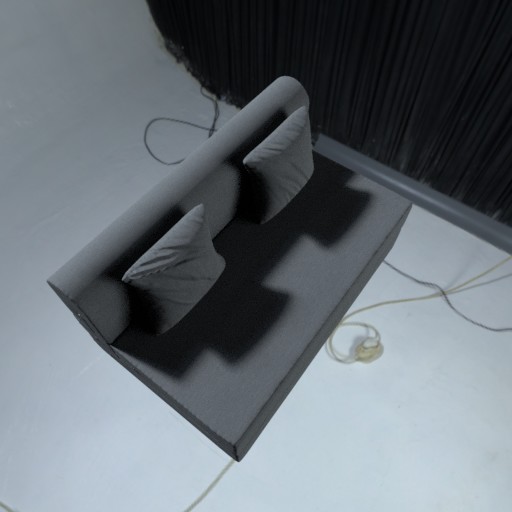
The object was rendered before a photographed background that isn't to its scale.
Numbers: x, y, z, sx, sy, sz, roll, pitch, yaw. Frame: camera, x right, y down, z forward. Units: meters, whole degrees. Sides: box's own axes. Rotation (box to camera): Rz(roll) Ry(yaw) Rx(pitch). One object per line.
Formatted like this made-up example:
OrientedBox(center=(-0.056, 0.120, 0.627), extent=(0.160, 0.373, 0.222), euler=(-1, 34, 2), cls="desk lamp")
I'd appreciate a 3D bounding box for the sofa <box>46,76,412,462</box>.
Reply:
OrientedBox(center=(0.000, 0.000, 1.747), extent=(0.762, 0.670, 1.225), euler=(33, 64, 19), cls="sofa")
